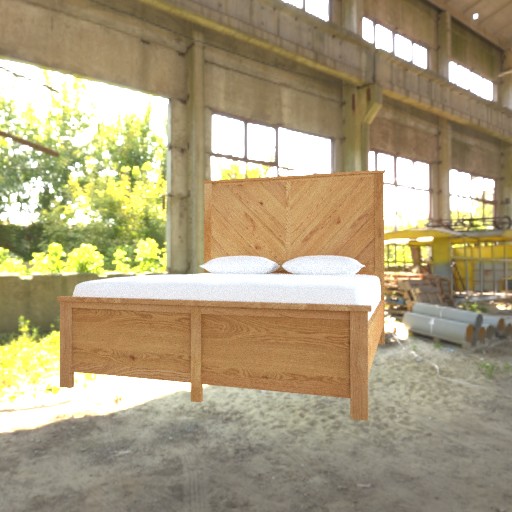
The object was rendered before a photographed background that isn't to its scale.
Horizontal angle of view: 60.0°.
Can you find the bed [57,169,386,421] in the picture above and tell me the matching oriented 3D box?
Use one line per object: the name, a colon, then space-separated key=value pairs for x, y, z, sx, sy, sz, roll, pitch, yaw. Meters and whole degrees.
bed: x=0.000 y=0.000 z=4.093 sx=2.225 sy=1.938 sz=2.530 roll=0 pitch=-1 yaw=18
